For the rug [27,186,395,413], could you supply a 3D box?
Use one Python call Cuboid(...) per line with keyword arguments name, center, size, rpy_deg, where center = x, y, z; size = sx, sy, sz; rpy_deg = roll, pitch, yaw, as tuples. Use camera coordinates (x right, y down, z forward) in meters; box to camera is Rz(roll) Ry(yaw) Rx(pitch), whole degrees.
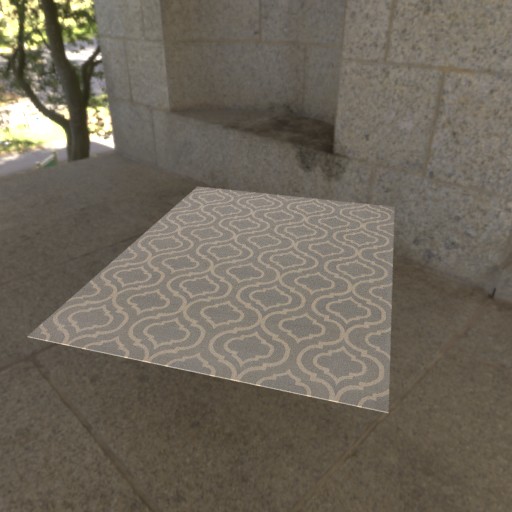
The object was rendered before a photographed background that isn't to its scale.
Cuboid(name="rug", center=(0.000, 0.000, 3.837), size=(2.283, 0.006, 2.892), rpy_deg=(8, 30, 14))
